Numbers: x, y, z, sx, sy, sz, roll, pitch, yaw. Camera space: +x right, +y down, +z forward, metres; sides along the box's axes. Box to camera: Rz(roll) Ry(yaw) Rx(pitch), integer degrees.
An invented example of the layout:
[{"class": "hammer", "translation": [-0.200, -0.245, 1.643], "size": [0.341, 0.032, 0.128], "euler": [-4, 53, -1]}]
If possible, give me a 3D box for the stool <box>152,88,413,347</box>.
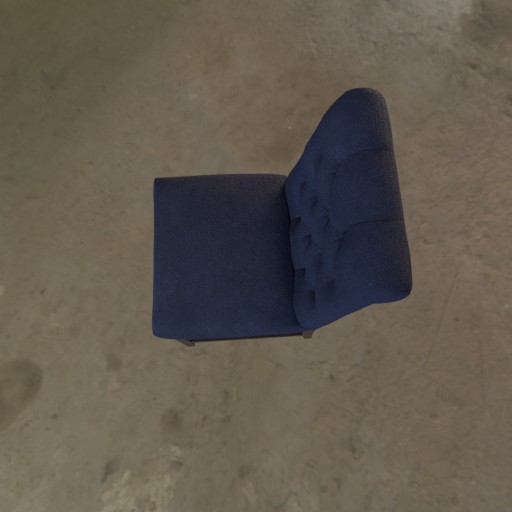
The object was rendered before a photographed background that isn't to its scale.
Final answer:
[{"class": "stool", "translation": [0.000, 0.000, 1.365], "size": [0.601, 1.010, 0.493], "euler": [-3, 75, -1]}]
